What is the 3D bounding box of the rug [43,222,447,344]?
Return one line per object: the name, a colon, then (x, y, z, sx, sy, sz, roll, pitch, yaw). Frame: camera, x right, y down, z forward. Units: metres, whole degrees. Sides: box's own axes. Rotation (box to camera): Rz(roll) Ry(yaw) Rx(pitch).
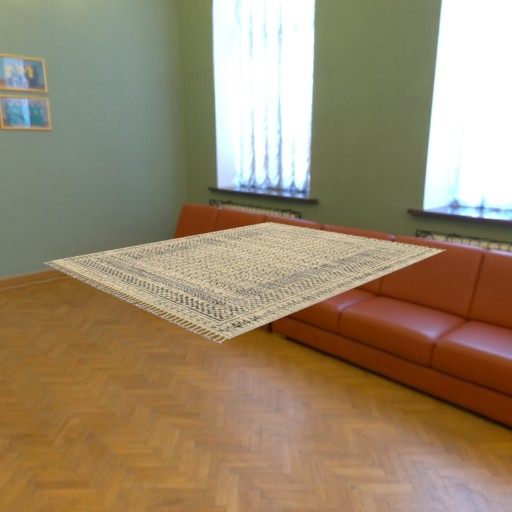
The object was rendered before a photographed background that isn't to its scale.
rug: (0.000, 0.000, 4.047, 2.312, 0.013, 2.940, 13, 19, 43)
